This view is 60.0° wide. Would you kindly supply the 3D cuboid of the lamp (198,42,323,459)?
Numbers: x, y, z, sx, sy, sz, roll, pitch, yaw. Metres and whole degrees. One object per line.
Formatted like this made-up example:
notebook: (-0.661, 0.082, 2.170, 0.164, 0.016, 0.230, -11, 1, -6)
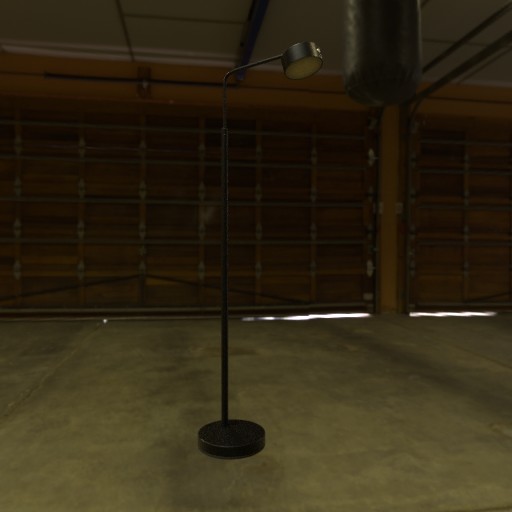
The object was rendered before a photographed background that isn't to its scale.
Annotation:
lamp: (0.000, 0.000, 1.381, 0.418, 1.230, 0.219, 1, 1, 37)
